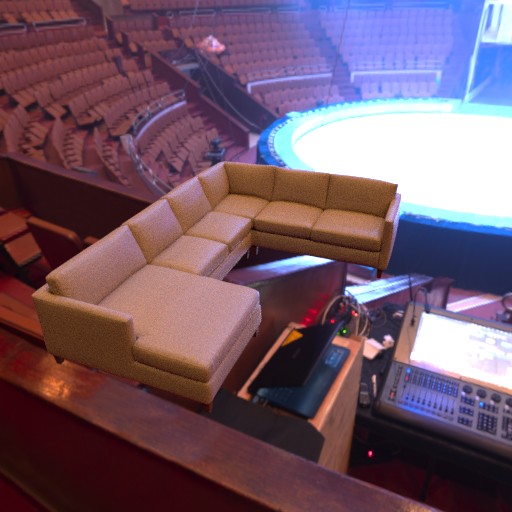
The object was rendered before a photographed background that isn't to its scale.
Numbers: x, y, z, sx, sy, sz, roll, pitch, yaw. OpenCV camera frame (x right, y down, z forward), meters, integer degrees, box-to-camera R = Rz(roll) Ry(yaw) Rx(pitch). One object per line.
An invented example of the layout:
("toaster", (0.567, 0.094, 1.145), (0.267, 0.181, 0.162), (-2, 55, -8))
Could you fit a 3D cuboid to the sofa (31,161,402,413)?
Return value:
("sofa", (0.000, 0.000, 4.651), (2.594, 0.961, 3.460), (11, 31, 19))
